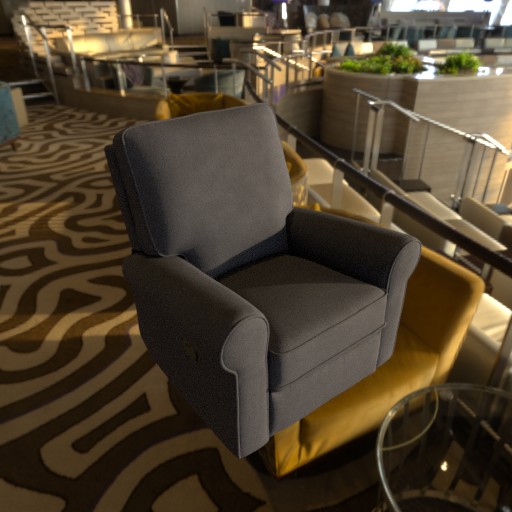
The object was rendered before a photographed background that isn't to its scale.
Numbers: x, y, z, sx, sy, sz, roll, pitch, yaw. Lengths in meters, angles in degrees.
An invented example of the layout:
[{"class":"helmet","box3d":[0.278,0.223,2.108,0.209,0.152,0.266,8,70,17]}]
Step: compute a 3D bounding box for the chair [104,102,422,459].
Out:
[{"class":"chair","box3d":[0.000,0.000,1.668,0.890,0.961,0.878,-21,36,-32]}]
